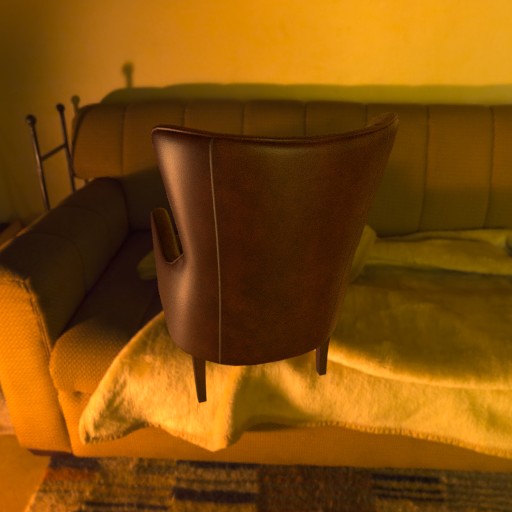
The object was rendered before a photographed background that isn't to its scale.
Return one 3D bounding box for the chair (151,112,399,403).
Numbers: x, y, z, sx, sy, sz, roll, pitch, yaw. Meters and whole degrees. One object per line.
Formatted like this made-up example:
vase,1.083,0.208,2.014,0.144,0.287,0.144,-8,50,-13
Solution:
chair,0.000,0.000,1.611,0.692,1.048,0.914,-8,27,-16
